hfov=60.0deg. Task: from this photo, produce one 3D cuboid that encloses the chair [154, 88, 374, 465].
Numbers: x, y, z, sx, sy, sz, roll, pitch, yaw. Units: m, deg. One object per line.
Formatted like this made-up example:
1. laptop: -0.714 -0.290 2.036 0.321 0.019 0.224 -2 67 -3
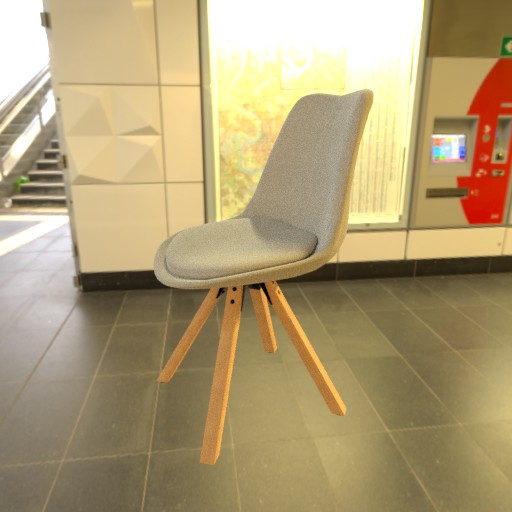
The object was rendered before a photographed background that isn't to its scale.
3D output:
1. chair: 0.000 0.000 1.217 0.549 0.863 0.474 -9 19 -26
